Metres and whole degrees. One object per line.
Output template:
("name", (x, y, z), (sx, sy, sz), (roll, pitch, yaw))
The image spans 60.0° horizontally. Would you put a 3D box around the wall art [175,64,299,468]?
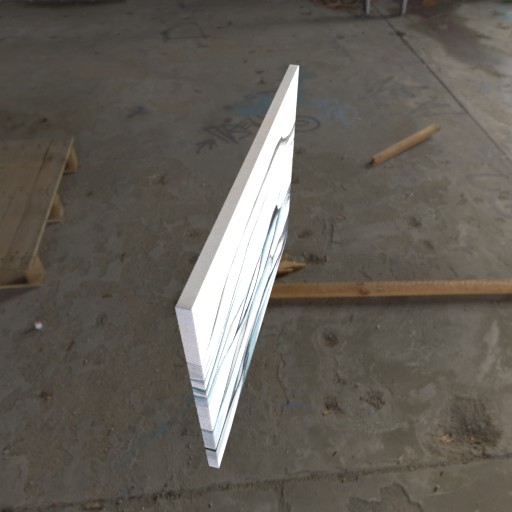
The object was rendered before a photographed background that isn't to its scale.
("wall art", (0.000, 0.000, 1.638), (0.039, 0.915, 1.219), (10, 47, 10))
